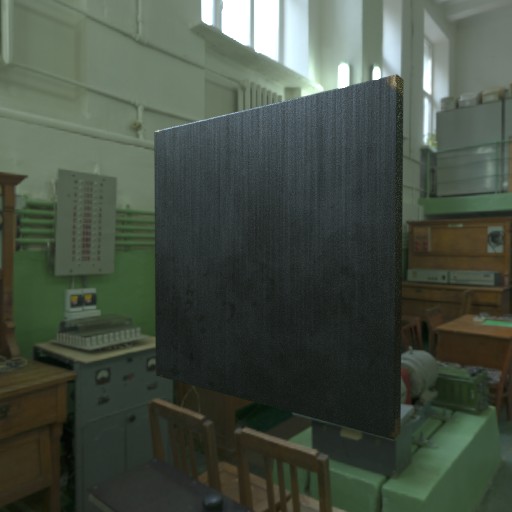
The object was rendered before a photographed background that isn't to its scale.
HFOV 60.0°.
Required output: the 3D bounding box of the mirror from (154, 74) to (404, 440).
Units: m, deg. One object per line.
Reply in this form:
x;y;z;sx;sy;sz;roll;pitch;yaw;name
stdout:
0.000;0.000;0.584;0.382;0.381;0.020;1;2;37;mirror
